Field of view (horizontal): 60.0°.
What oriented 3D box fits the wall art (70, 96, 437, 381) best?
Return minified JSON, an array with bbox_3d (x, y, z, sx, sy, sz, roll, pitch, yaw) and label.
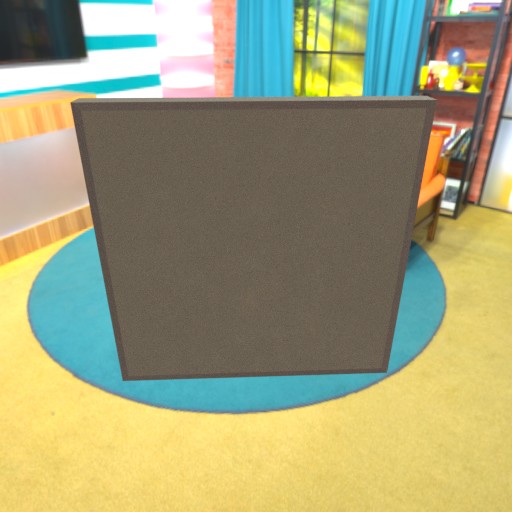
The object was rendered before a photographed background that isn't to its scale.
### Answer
[{"bbox_3d":[0.000,0.000,0.750,0.508,0.506,0.038,-1,28,-2],"label":"wall art"}]
